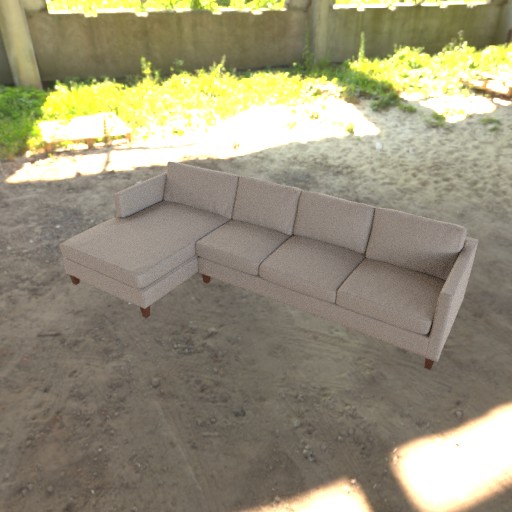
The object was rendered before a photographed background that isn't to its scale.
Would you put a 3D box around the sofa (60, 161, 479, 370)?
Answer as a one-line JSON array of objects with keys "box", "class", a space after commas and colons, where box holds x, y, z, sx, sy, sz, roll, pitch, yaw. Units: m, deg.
[{"box": [0.000, 0.000, 3.789, 3.186, 0.846, 1.625, 18, 35, 28], "class": "sofa"}]
